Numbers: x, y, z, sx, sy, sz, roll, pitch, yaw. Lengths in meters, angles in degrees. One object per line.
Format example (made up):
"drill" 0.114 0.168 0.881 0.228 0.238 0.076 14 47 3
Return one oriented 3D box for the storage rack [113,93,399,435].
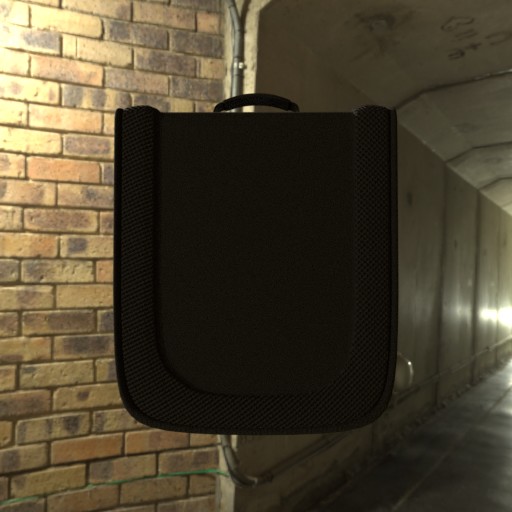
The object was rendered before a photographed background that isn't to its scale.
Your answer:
"storage rack" 0.000 0.000 0.539 0.297 0.387 0.168 0 -2 0
